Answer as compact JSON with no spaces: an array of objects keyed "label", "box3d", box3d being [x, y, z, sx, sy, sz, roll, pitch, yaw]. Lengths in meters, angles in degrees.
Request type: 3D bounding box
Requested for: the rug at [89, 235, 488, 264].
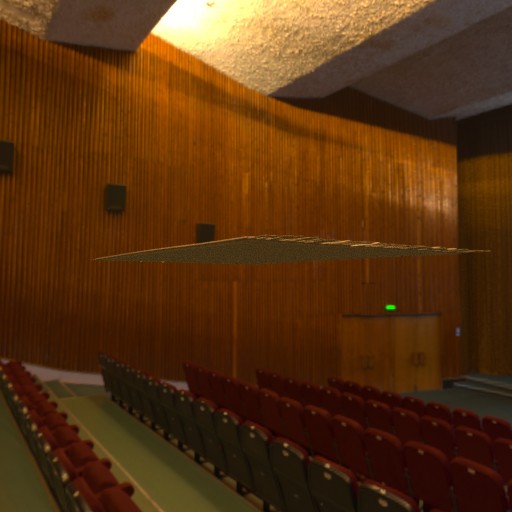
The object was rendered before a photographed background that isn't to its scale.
[{"label":"rug","box3d":[0.000,0.000,3.081,1.619,0.023,2.465,2,-4,-35]}]
